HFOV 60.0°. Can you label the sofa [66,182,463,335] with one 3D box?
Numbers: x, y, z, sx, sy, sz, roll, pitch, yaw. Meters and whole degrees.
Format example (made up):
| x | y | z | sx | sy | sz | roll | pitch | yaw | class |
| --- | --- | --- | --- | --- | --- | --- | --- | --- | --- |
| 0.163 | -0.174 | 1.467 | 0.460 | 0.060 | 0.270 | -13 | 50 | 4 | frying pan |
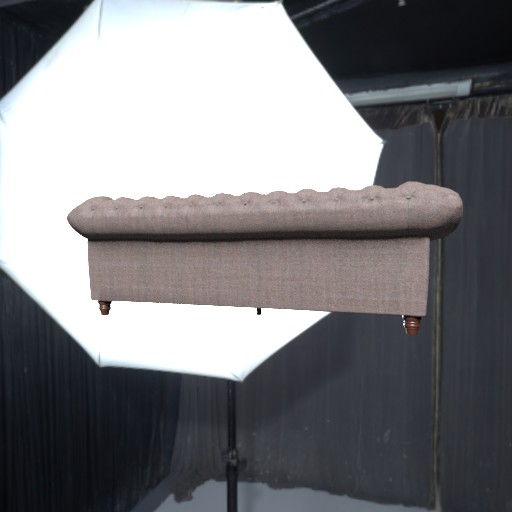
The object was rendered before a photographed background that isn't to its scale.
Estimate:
| x | y | z | sx | sy | sz | roll | pitch | yaw | class |
| --- | --- | --- | --- | --- | --- | --- | --- | --- | --- |
| 0.000 | 0.000 | 2.875 | 2.385 | 0.787 | 0.944 | 0 | 1 | 20 | sofa |
